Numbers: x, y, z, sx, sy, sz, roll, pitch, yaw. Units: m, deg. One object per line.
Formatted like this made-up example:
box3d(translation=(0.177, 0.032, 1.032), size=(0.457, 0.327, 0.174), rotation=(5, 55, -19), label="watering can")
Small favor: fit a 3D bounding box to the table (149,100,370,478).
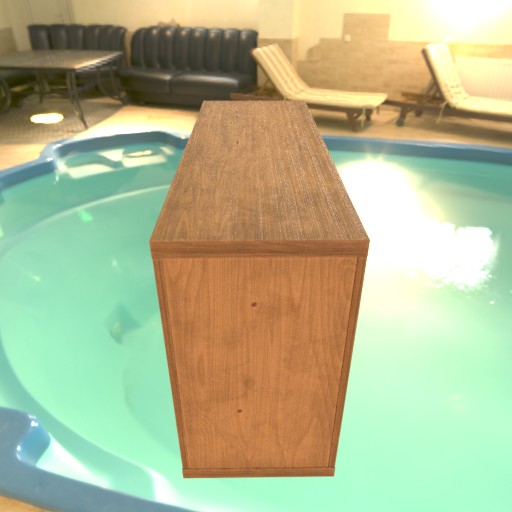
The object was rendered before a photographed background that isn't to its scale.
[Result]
box3d(translation=(0.000, 0.000, 1.509), size=(0.410, 0.771, 1.151), rotation=(0, 32, -1), label="table")
